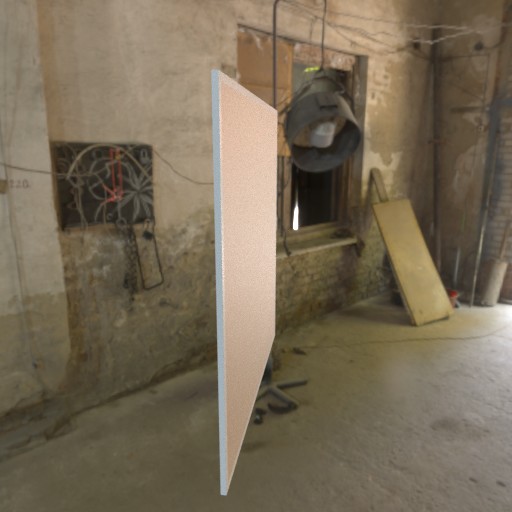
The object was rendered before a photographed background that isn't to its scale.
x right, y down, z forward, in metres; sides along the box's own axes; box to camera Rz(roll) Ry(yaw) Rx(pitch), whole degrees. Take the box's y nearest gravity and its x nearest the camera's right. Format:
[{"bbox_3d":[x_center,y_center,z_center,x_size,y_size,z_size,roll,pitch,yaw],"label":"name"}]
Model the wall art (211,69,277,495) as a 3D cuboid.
[{"bbox_3d":[0.000,0.000,1.196,0.012,0.809,0.809,2,14,9],"label":"wall art"}]
